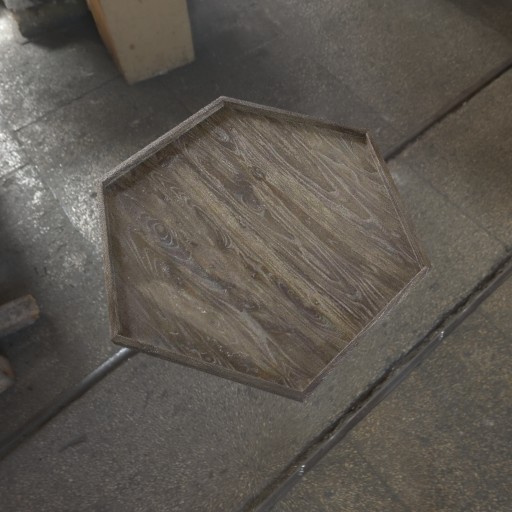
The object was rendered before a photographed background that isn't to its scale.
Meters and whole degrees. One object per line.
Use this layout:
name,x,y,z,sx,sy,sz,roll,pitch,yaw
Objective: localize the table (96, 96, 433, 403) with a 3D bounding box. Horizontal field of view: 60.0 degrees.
table,0.000,0.000,1.625,1.115,0.488,0.966,15,65,7
